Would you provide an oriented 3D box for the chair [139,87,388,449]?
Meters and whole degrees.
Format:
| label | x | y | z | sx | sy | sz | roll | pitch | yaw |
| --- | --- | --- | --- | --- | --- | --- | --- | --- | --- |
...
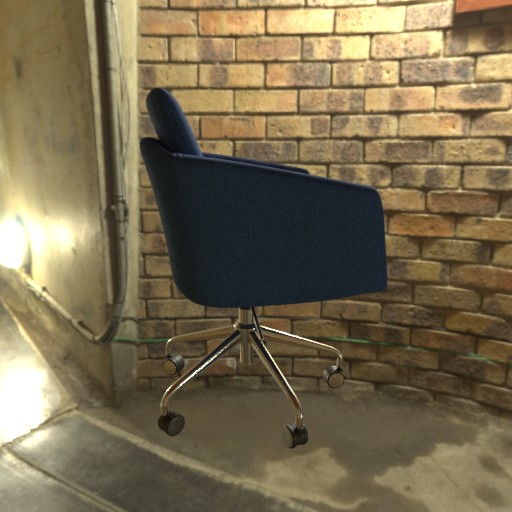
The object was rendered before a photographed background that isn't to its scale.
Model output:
| label | x | y | z | sx | sy | sz | roll | pitch | yaw |
| --- | --- | --- | --- | --- | --- | --- | --- | --- | --- |
| chair | 0.000 | 0.000 | 1.334 | 0.635 | 0.908 | 0.641 | -2 | 14 | -9 |
